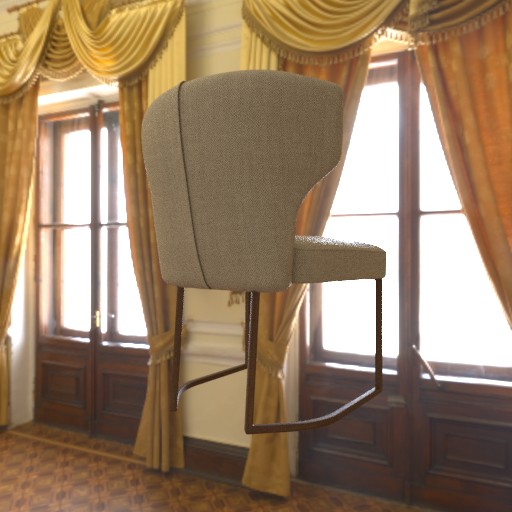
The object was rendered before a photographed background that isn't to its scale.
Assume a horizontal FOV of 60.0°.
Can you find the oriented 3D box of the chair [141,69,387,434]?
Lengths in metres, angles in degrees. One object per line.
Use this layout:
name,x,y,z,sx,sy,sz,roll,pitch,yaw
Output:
chair,0.000,0.000,1.261,0.611,0.824,0.617,0,0,37
